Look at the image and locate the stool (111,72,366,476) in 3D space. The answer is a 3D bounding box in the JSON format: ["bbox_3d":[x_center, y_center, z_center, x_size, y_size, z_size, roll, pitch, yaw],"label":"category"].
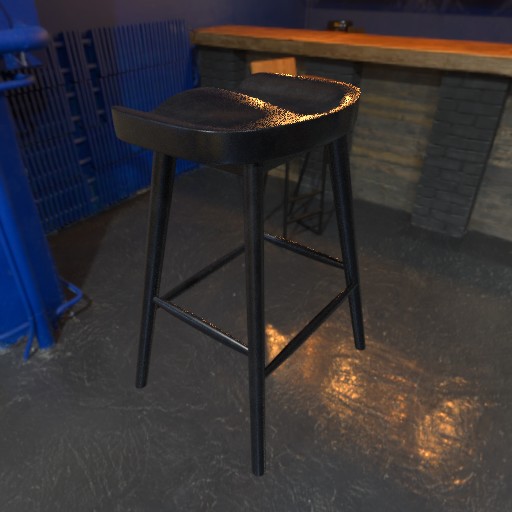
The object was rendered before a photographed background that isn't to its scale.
[{"bbox_3d":[0.000,0.000,0.889,0.361,0.615,0.440,22,38,31],"label":"stool"}]
